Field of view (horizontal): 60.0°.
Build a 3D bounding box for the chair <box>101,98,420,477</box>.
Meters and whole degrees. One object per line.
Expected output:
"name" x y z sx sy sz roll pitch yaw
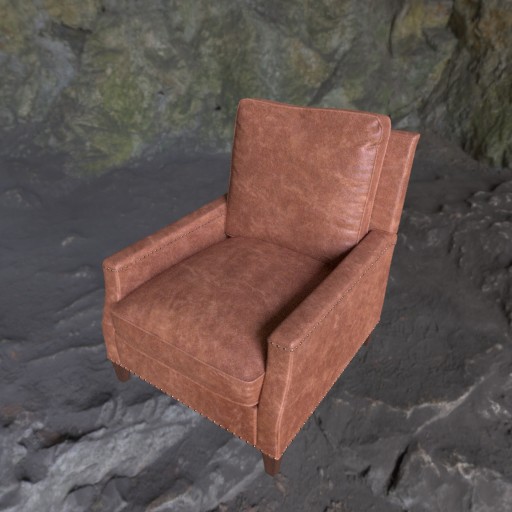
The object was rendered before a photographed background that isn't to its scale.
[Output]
"chair" 0.000 0.000 1.788 0.854 1.054 1.035 19 35 30
